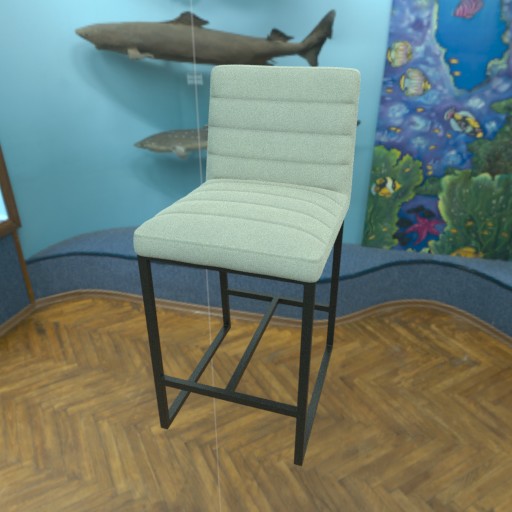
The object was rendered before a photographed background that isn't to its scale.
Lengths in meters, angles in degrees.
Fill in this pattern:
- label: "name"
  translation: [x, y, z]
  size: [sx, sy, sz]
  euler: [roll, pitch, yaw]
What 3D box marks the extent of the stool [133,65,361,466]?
- label: "stool"
  translation: [0.000, 0.000, 1.272]
  size: [0.459, 0.971, 0.567]
  euler: [8, 28, 16]
